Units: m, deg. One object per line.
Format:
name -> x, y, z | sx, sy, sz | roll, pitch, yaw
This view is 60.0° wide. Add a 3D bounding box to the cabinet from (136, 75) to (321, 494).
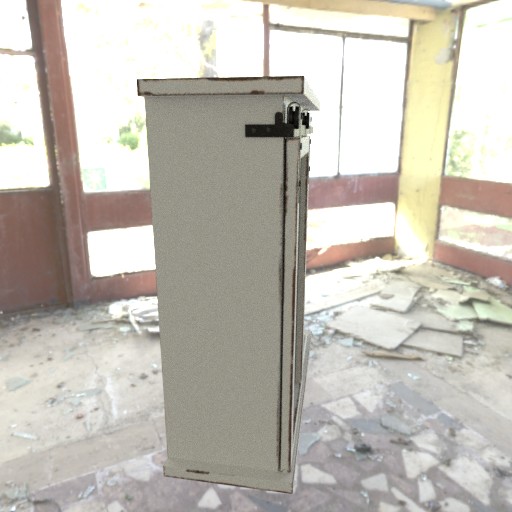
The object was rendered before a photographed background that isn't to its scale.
cabinet -> 0.000, 0.000, 0.875 | 0.210, 0.603, 0.541 | 3, 16, 10
